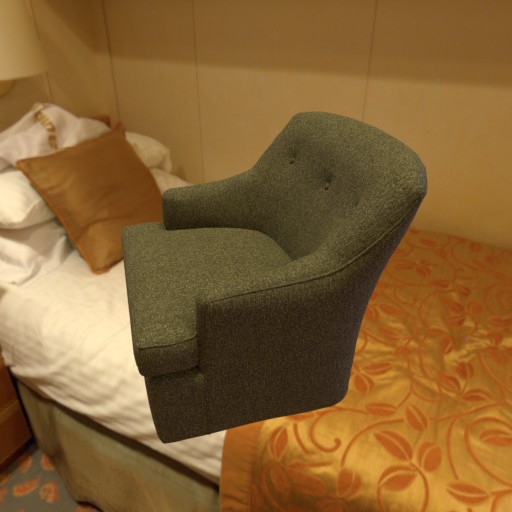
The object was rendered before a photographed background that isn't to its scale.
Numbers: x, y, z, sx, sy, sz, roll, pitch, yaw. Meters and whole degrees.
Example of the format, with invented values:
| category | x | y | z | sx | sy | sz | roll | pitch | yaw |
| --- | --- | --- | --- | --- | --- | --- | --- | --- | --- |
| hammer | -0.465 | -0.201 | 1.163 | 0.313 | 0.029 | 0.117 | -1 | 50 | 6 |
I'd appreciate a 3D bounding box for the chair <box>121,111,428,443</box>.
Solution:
| category | x | y | z | sx | sy | sz | roll | pitch | yaw |
| --- | --- | --- | --- | --- | --- | --- | --- | --- | --- |
| chair | 0.000 | 0.000 | 1.597 | 0.923 | 0.856 | 0.864 | -9 | 32 | -15 |
